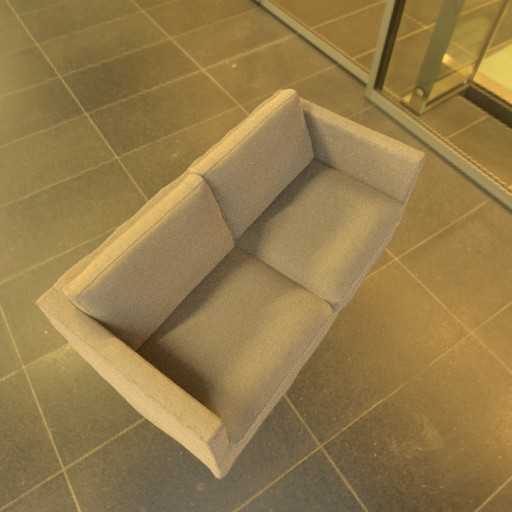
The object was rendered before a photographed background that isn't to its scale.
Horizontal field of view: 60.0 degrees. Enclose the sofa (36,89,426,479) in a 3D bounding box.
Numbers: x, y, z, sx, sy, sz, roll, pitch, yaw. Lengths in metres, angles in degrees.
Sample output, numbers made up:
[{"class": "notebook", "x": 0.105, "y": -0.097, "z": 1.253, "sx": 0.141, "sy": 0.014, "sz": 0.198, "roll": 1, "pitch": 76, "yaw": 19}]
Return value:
[{"class": "sofa", "x": 0.000, "y": 0.000, "z": 2.247, "sx": 0.956, "sy": 0.828, "sz": 1.766, "roll": 32, "pitch": 61, "yaw": 20}]
